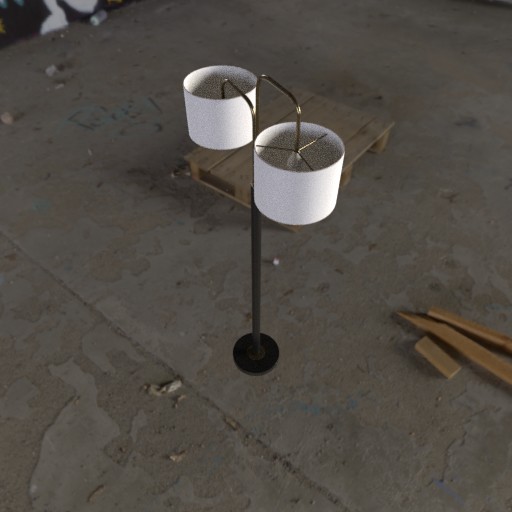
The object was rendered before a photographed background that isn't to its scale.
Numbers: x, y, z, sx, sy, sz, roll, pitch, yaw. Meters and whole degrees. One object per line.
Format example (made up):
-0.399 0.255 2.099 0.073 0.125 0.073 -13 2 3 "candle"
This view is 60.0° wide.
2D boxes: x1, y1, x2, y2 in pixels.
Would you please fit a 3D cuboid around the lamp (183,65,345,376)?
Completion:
0.000 0.000 1.856 0.254 1.587 0.711 -24 51 -21 "lamp"
